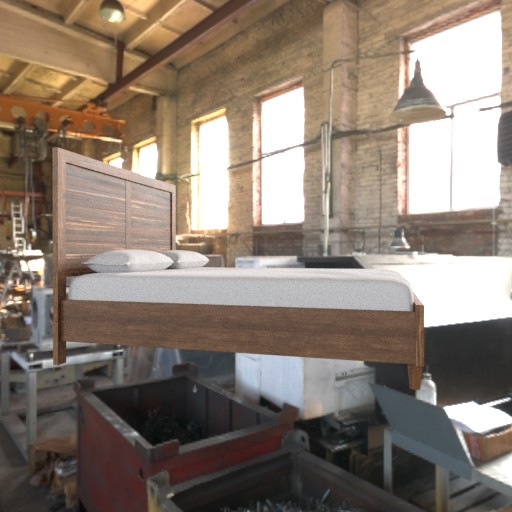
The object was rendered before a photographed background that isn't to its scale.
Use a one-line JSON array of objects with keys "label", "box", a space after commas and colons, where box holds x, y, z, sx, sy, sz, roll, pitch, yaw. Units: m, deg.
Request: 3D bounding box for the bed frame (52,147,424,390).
[{"label": "bed frame", "box": [0.000, 0.000, 3.388, 2.276, 1.417, 1.696, 0, 0, 16]}]
